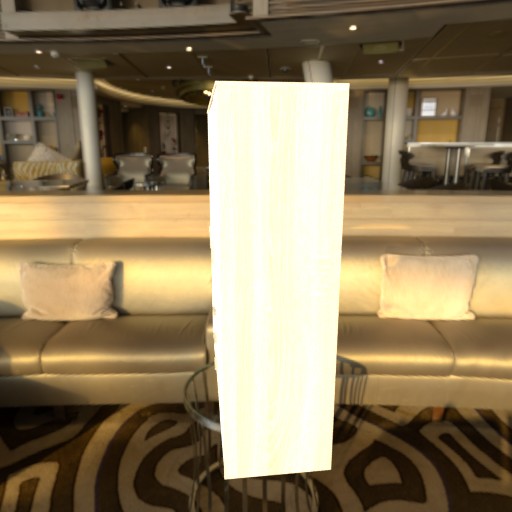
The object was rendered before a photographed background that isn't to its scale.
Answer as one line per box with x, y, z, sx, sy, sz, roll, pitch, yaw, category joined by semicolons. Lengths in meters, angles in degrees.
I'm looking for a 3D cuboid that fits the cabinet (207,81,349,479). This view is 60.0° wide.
0.000;0.000;3.125;0.620;2.060;1.870;-2;14;-7;cabinet
